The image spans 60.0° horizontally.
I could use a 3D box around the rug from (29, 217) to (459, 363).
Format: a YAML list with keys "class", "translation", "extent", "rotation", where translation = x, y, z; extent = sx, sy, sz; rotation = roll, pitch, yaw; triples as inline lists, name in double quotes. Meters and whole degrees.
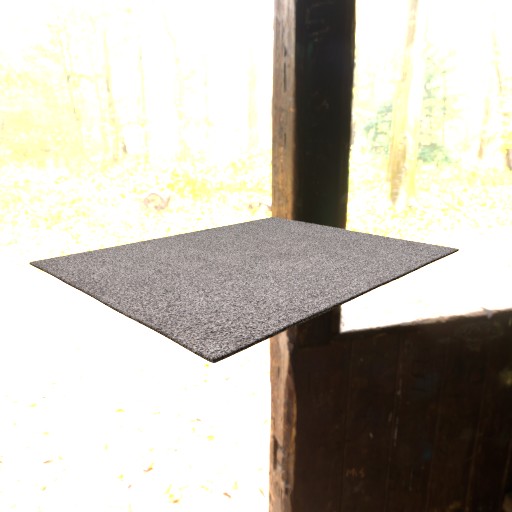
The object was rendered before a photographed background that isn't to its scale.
- class: "rug"
  translation: [0.000, 0.000, 3.980]
  extent: [2.438, 0.029, 3.047]
  rotation: [15, 21, 43]
